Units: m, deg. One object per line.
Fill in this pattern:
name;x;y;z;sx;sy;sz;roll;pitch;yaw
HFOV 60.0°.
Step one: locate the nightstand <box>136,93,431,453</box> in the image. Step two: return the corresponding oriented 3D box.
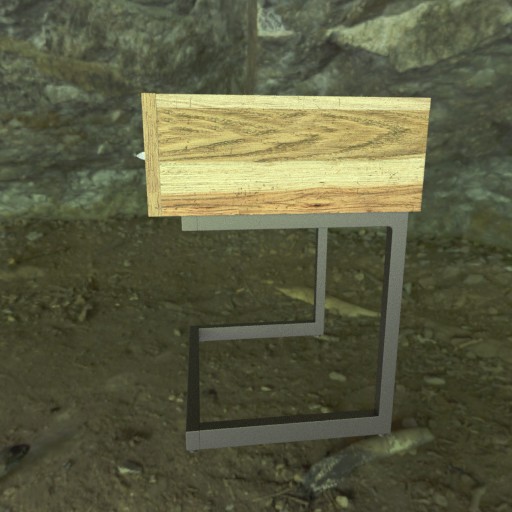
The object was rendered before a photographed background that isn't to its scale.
nightstand;0.000;0.000;1.007;0.481;0.632;0.558;-2;14;-7
